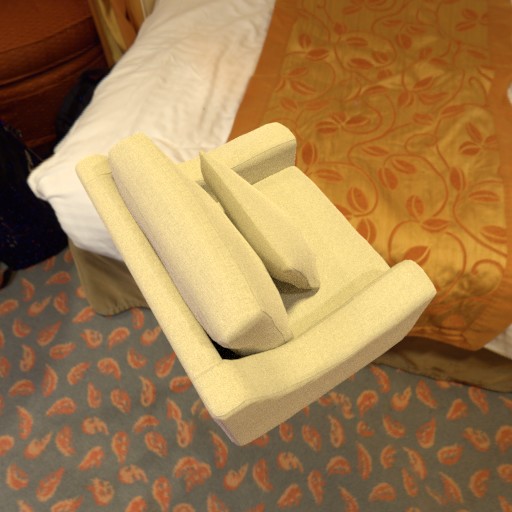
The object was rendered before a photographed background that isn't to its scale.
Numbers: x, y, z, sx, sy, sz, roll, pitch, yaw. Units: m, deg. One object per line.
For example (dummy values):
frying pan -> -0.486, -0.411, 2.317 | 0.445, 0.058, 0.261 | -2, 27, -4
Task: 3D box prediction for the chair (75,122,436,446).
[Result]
chair -> 0.000, 0.000, 1.929 | 1.009, 1.016, 1.178 | -28, 62, -16
